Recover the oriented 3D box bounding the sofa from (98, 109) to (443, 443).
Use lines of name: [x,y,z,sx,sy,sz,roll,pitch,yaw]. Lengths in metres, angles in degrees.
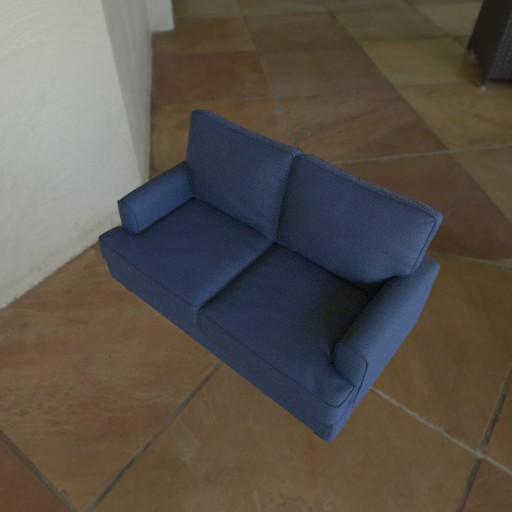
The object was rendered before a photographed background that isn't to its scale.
sofa: [0.000,0.000,2.388,1.651,0.965,0.965,31,53,27]
